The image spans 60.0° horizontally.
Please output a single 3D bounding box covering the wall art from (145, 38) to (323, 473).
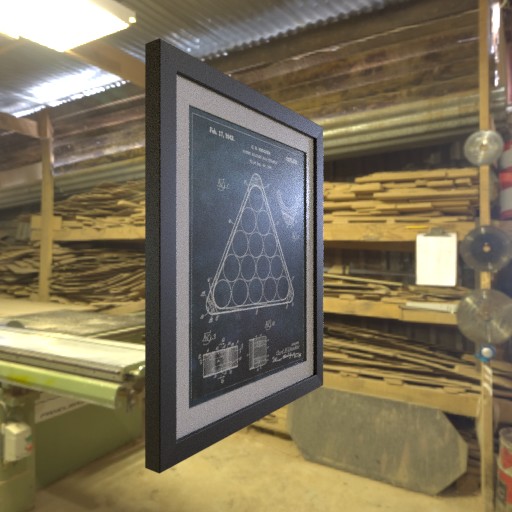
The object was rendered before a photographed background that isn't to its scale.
[{"bbox_3d":[0.000,0.000,0.702,0.025,0.508,0.432,0,0,35],"label":"wall art"}]
